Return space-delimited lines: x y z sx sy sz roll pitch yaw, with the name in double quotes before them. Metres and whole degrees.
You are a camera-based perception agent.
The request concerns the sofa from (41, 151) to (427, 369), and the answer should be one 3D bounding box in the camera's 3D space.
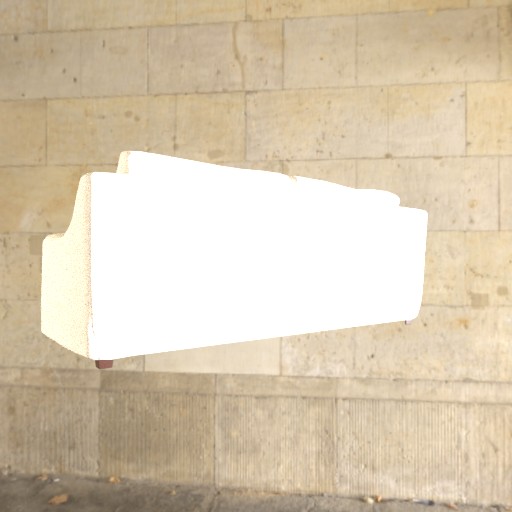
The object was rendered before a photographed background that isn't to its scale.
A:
"sofa" 0.000 0.000 2.961 2.470 1.022 1.009 0 -1 -37
